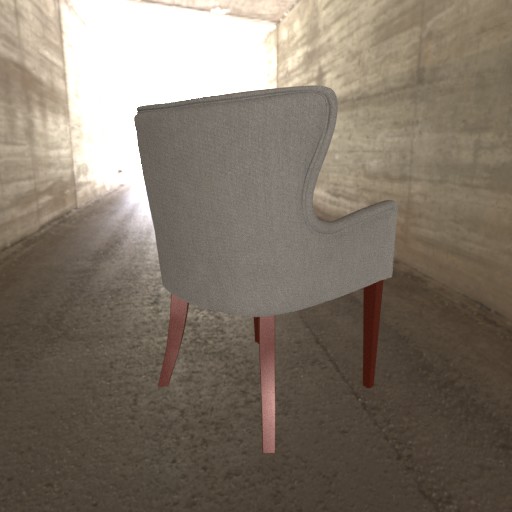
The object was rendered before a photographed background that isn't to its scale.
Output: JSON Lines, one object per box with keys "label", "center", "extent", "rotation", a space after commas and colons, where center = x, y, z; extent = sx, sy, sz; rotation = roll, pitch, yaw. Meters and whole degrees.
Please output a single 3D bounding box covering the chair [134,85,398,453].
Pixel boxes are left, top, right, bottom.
{"label": "chair", "center": [0.000, 0.000, 1.434], "extent": [0.732, 0.948, 0.677], "rotation": [12, 18, 43]}
